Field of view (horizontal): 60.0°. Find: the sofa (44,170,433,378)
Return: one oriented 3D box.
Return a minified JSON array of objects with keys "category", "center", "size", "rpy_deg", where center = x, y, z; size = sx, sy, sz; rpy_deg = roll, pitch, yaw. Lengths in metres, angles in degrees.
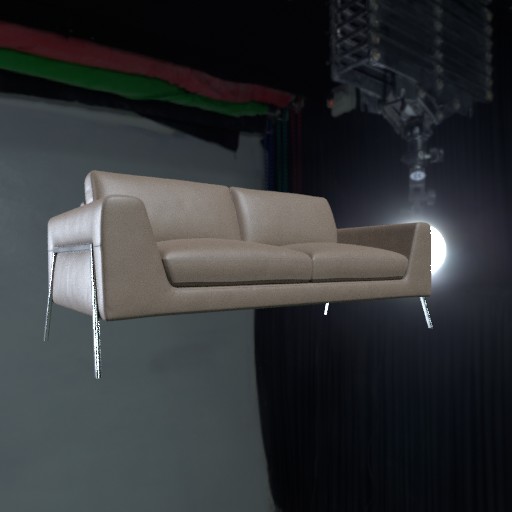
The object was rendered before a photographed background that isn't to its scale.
[{"category":"sofa","center":[0.000,0.000,2.496],"size":[2.017,0.875,0.953],"rpy_deg":[1,-1,-36]}]
